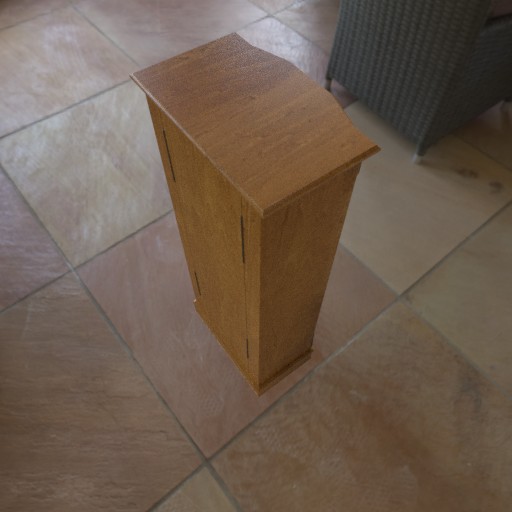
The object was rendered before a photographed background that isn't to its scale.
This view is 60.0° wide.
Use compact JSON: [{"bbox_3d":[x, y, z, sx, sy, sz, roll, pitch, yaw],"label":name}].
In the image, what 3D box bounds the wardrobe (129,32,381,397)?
[{"bbox_3d":[0.000,0.000,1.156,0.273,0.959,0.406,-32,62,-19],"label":"wardrobe"}]
